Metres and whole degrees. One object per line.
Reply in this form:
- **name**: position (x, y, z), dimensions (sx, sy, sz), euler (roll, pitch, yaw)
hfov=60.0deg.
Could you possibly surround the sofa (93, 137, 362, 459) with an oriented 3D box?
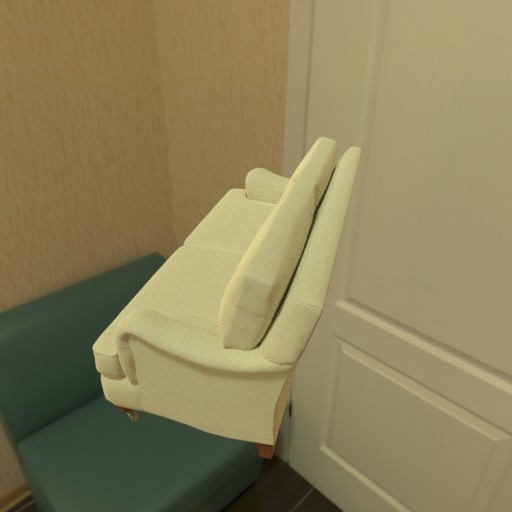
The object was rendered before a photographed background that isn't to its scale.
- **sofa**: position (0.000, 0.000, 2.822), dimensions (1.086, 1.087, 2.159), euler (8, 31, 13)
